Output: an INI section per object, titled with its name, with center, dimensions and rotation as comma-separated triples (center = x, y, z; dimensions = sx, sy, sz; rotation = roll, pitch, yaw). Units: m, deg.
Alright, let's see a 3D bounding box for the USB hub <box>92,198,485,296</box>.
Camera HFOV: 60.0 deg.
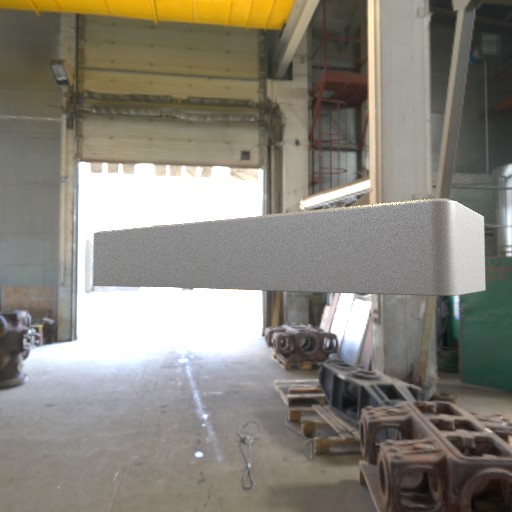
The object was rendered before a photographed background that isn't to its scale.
[USB hub]
center = 0.000, 0.000, 0.162
dimensions = 0.145, 0.023, 0.044
rotation = -2, -3, 37
